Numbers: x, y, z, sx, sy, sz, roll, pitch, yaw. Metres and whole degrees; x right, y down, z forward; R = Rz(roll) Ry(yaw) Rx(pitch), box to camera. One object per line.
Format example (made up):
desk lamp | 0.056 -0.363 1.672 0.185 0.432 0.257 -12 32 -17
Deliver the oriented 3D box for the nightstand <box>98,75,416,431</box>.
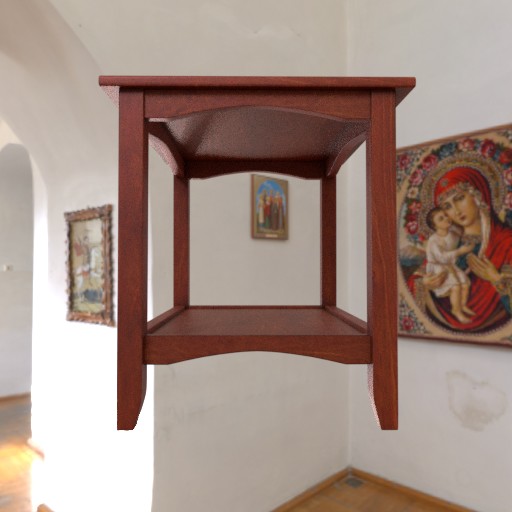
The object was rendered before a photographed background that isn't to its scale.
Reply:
nightstand | 0.000 0.000 0.972 0.501 0.558 0.558 0 -1 -1
